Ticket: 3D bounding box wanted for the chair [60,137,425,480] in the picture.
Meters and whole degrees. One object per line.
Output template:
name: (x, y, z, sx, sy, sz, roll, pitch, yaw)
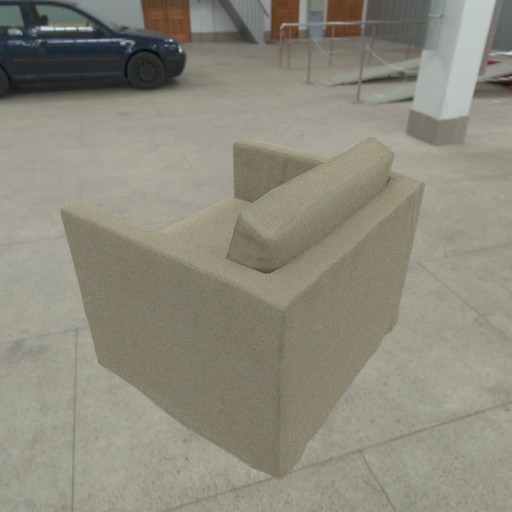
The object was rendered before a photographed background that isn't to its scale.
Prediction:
chair: (0.000, 0.000, 1.757, 0.949, 0.863, 1.057, 21, 37, 30)
